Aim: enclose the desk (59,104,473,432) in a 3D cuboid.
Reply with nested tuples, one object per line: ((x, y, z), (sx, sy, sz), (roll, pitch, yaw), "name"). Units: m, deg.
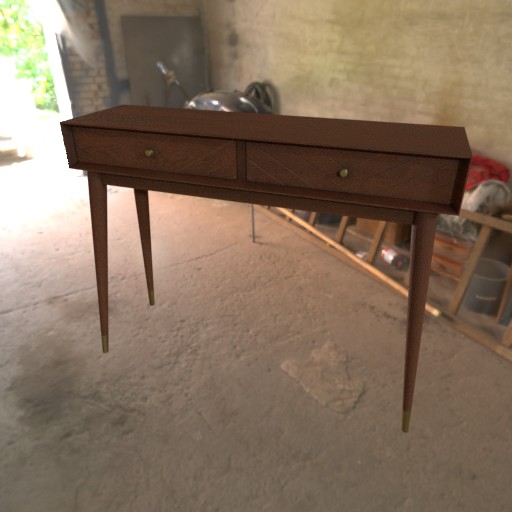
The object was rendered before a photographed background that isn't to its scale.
((0.000, 0.000, 1.578), (1.204, 0.917, 0.384), (9, 29, 17), "desk")
